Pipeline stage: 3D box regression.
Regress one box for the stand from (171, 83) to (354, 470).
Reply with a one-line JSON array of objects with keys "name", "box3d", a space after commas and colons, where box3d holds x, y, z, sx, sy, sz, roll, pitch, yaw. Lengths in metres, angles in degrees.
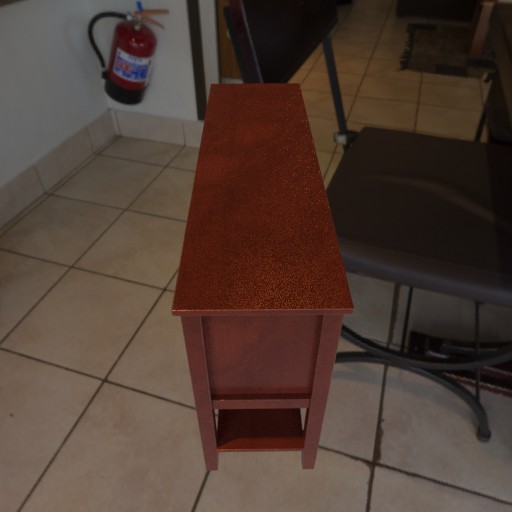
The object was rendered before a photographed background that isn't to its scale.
[{"name": "stand", "box3d": [0.000, 0.000, 1.761, 0.410, 0.872, 1.362, -1, 41, -1]}]
